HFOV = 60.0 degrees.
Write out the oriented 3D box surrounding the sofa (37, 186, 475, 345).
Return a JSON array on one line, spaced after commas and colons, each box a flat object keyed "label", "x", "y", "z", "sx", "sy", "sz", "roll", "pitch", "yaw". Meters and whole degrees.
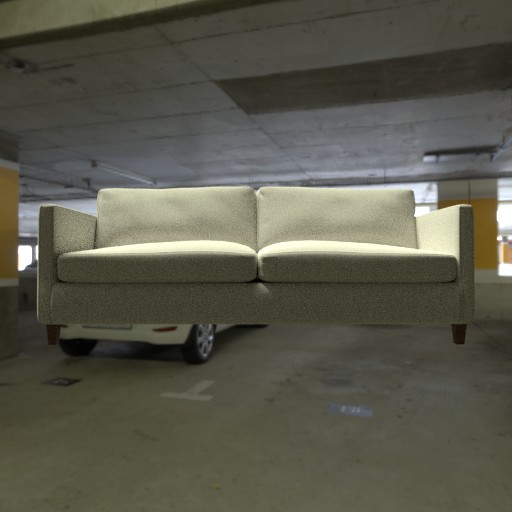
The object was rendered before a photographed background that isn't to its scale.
[{"label": "sofa", "x": 0.000, "y": 0.000, "z": 2.813, "sx": 2.361, "sy": 0.962, "sz": 0.951, "roll": 0, "pitch": 0, "yaw": 0}]
